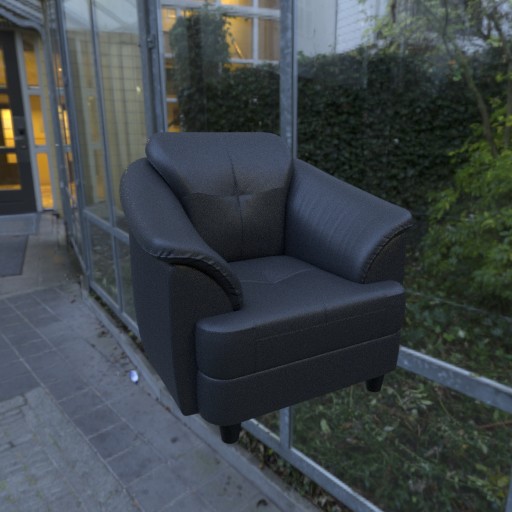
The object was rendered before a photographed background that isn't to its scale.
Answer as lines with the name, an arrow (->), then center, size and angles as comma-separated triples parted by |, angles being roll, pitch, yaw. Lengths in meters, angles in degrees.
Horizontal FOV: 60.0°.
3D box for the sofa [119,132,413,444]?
sofa -> 0.000, 0.000, 1.500 | 0.870, 0.811, 0.794 | -8, 17, -27
